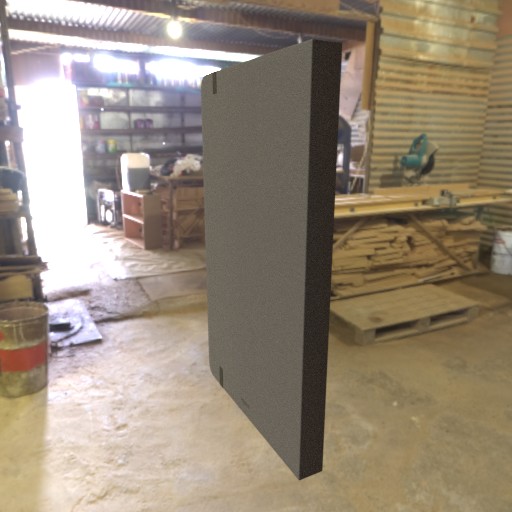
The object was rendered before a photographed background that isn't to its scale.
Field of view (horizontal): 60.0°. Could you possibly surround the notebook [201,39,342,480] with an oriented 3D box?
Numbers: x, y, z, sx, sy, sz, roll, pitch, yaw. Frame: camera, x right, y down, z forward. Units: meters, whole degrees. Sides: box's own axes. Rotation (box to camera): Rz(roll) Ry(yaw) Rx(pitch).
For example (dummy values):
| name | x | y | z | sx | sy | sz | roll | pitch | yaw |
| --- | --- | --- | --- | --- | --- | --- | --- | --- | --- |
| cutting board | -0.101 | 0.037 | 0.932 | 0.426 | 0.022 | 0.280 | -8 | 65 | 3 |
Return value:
| name | x | y | z | sx | sy | sz | roll | pitch | yaw |
| --- | --- | --- | --- | --- | --- | --- | --- | --- | --- |
| notebook | 0.000 | 0.000 | 0.263 | 0.016 | 0.213 | 0.127 | -8 | 17 | -26 |
